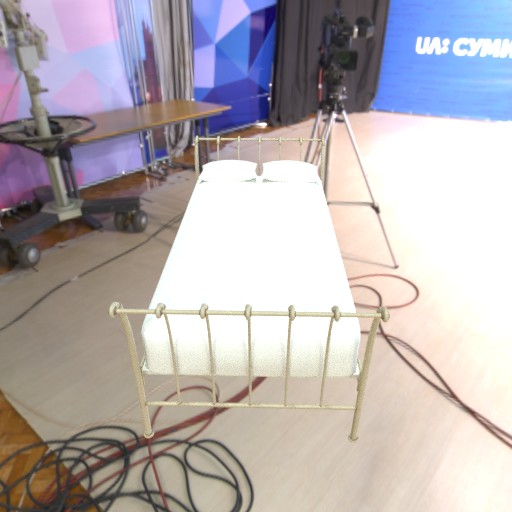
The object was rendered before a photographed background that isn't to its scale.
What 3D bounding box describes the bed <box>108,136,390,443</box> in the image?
[{"bbox_3d":[0.000,0.000,2.742,1.032,0.873,2.228,1,31,1],"label":"bed"}]
